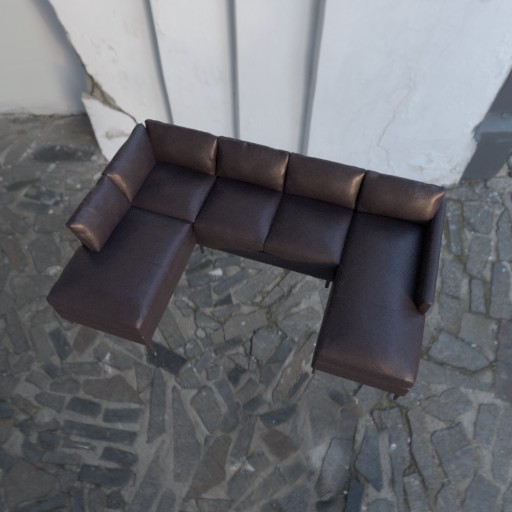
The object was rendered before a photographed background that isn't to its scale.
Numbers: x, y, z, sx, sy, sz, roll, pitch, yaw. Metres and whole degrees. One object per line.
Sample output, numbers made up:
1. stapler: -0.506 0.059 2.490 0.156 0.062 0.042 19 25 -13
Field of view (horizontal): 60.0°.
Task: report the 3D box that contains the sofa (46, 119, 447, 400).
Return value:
1. sofa: 0.000 0.000 3.847 2.956 0.900 1.939 15 59 10
